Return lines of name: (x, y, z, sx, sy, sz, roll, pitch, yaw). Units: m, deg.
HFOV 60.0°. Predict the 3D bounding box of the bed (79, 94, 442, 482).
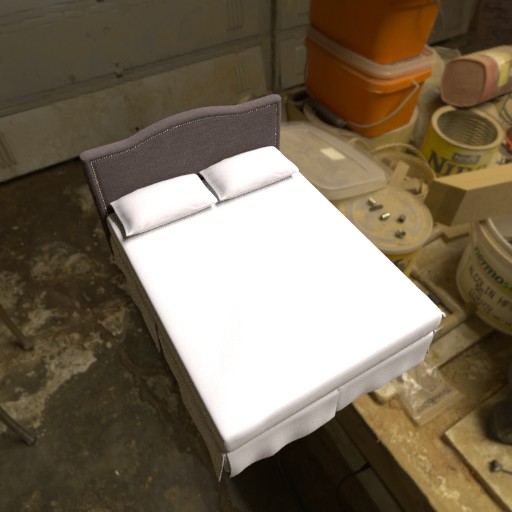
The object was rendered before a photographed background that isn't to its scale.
bed: (0.000, 0.000, 3.916, 2.161, 1.457, 2.689, -24, 53, -19)
